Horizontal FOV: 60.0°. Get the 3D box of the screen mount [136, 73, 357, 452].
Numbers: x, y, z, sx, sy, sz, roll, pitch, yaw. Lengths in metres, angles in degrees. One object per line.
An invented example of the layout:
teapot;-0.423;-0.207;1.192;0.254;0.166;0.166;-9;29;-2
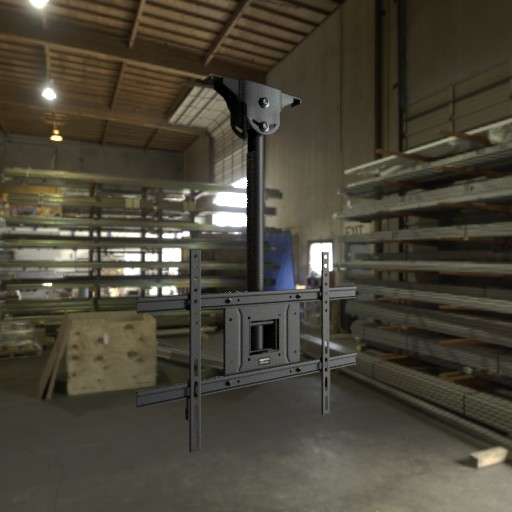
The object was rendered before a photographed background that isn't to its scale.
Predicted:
screen mount;0.000;0.000;1.023;0.595;0.775;0.090;0;-1;-36
